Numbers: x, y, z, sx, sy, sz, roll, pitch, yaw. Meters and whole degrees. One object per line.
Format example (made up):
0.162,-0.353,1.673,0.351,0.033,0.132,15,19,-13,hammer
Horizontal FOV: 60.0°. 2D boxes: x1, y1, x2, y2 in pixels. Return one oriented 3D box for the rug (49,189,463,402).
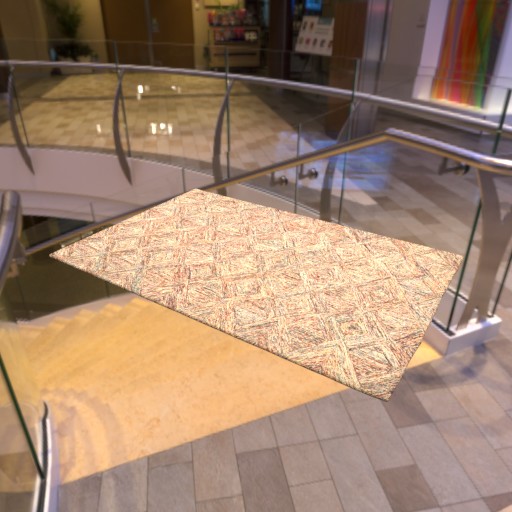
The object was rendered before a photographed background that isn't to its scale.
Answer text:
0.000,0.000,2.235,1.761,0.014,1.143,18,33,29,rug
